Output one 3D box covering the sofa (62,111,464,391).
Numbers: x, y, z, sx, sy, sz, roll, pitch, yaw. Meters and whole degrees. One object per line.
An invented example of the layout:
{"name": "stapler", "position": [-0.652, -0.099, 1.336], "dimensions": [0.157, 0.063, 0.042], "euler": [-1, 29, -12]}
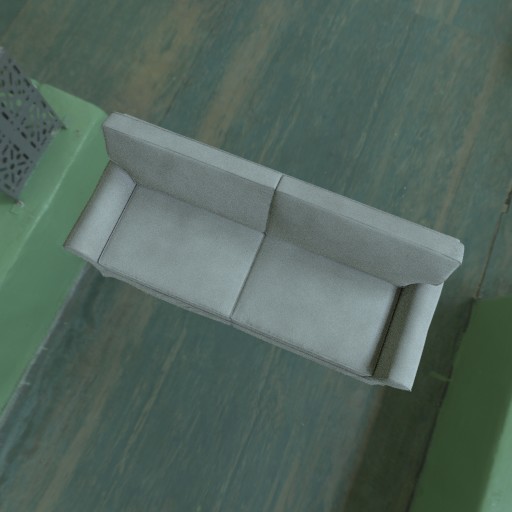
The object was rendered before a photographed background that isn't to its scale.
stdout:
{"name": "sofa", "position": [0.000, 0.000, 2.769], "dimensions": [2.246, 1.014, 0.900], "euler": [22, 77, 5]}
